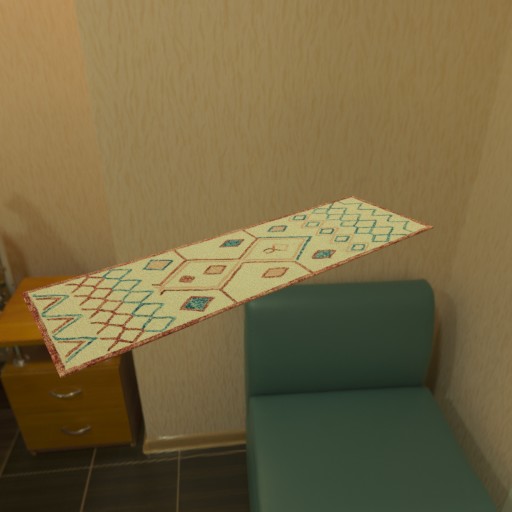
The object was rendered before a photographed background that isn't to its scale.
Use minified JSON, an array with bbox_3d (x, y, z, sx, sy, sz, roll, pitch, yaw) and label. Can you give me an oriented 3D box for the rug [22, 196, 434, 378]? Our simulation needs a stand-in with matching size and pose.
[{"bbox_3d":[0.000,0.000,2.639,2.435,0.011,0.750,-19,33,-31],"label":"rug"}]
